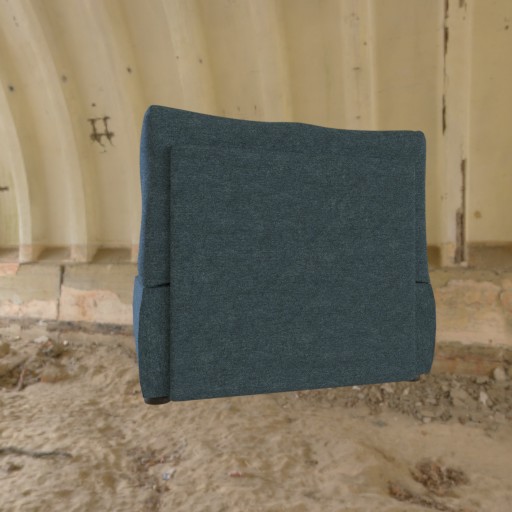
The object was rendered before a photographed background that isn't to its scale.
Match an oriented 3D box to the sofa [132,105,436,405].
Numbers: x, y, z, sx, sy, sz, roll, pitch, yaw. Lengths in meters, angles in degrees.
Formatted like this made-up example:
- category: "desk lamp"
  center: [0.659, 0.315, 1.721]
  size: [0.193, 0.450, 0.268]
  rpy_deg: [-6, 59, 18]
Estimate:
- category: "sofa"
  center: [0.000, 0.000, 1.756]
  size: [0.930, 0.820, 1.000]
  rpy_deg: [0, -1, -16]
